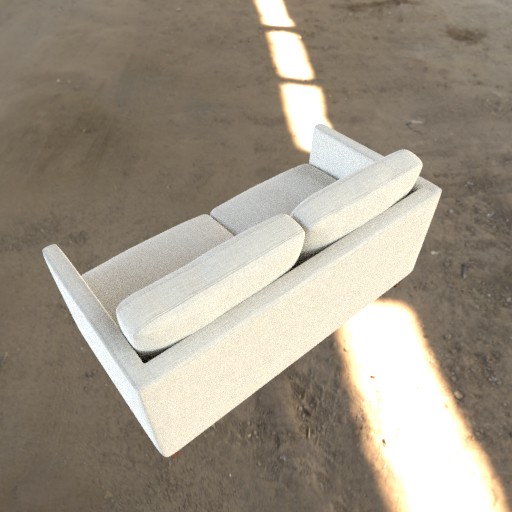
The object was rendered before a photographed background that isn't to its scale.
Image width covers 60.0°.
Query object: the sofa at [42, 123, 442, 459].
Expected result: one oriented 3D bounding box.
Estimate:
[{"bbox_3d":[0.000,0.000,2.393,1.838,0.963,0.950,-31,53,-26],"label":"sofa"}]
